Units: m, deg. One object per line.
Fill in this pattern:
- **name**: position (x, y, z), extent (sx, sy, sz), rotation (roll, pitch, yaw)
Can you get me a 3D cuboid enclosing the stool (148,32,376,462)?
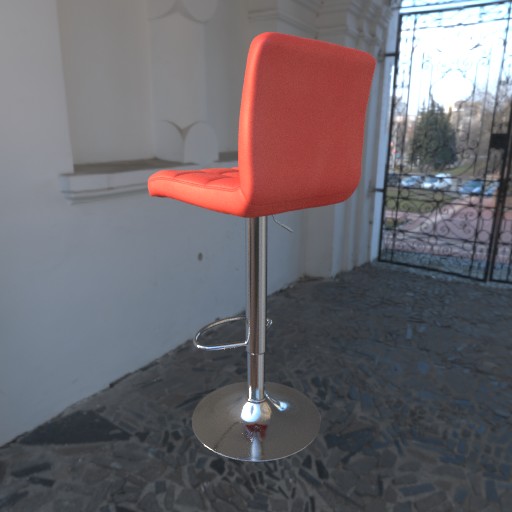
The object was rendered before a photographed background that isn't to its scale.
- **stool**: position (0.000, 0.000, 1.328), extent (0.430, 1.115, 0.505), rotation (-14, 21, -41)
